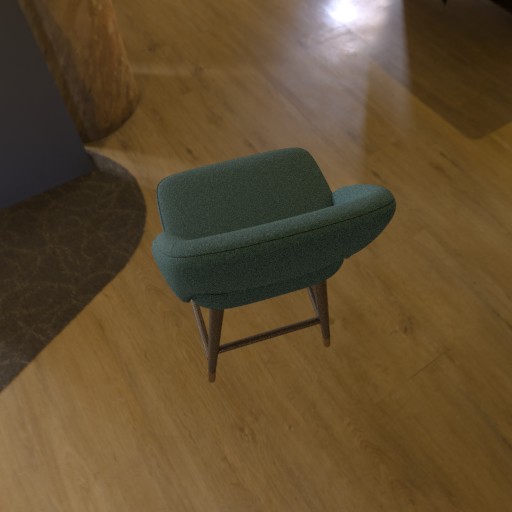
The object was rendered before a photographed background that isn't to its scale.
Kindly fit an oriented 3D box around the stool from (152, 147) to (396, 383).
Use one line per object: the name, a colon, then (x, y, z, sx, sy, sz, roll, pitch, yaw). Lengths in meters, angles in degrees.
stool: (0.000, 0.000, 1.284, 0.536, 0.939, 0.522, -15, 60, -9)
